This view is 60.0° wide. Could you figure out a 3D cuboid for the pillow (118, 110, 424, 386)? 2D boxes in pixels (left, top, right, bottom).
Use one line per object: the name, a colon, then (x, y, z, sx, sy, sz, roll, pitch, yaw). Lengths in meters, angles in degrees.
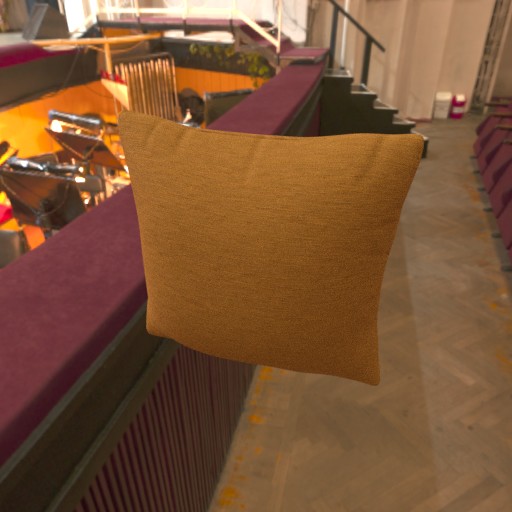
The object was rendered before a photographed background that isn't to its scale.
pillow: (0.000, 0.000, 0.697, 0.435, 0.417, 0.247, 10, 32, 16)
